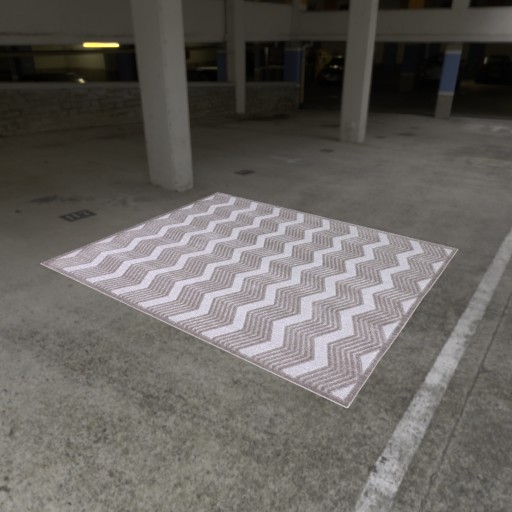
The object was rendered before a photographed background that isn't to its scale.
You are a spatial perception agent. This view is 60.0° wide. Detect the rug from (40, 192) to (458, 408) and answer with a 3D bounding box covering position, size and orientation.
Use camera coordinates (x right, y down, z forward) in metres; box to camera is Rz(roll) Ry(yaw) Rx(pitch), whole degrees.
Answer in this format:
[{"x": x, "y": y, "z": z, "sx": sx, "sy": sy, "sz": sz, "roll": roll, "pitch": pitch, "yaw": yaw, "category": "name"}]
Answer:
[{"x": 0.000, "y": 0.000, "z": 3.956, "sx": 2.880, "sy": 0.005, "sz": 2.391, "roll": 17, "pitch": 31, "yaw": 31, "category": "rug"}]
